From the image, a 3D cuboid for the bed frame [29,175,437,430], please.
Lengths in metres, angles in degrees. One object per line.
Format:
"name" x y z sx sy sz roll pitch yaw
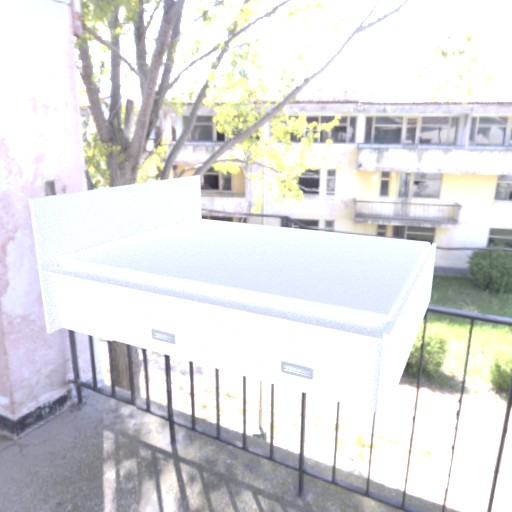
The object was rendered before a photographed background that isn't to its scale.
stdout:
"bed frame" 0.000 0.000 2.792 1.960 0.800 1.622 8 17 26
